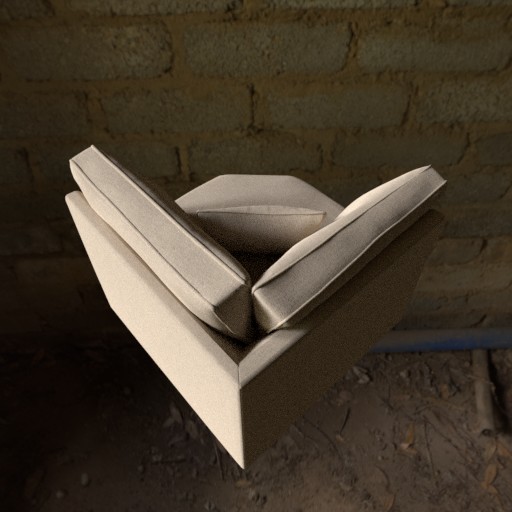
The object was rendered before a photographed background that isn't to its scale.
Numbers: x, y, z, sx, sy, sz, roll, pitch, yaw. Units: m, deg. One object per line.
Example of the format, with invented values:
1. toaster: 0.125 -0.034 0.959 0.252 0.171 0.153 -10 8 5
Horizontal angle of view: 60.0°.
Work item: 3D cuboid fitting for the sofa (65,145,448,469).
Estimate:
1. sofa: 0.000 0.000 1.874 1.050 0.937 1.042 -33 56 -27
